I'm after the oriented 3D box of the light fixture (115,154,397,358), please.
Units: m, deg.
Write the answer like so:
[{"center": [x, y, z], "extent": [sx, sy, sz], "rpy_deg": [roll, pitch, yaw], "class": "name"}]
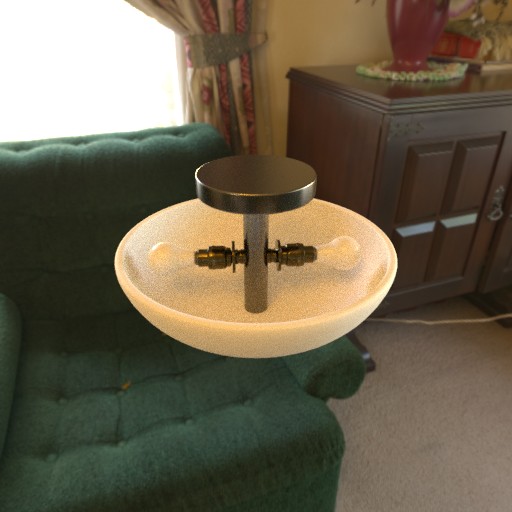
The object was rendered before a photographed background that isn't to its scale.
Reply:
[{"center": [0.000, 0.000, 0.545], "extent": [0.330, 0.214, 0.330], "rpy_deg": [0, 30, 0], "class": "light fixture"}]
